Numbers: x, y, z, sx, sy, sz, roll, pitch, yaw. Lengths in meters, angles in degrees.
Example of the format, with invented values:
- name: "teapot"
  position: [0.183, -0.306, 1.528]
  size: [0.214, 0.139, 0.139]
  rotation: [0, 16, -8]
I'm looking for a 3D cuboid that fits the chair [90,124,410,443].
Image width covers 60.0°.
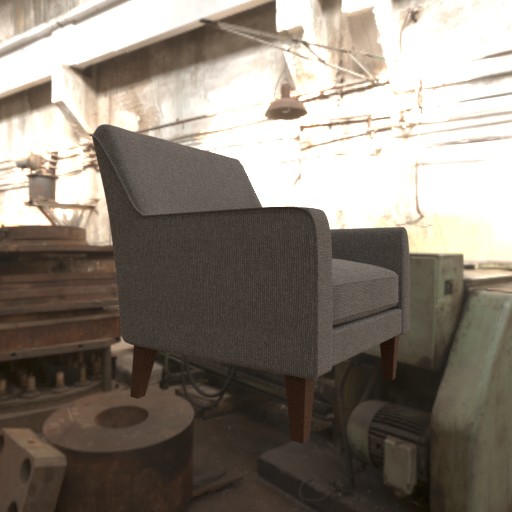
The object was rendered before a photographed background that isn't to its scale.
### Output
- name: "chair"
  position: [0.000, 0.000, 1.603]
  size: [0.899, 0.919, 0.780]
  rotation: [0, 1, 36]
